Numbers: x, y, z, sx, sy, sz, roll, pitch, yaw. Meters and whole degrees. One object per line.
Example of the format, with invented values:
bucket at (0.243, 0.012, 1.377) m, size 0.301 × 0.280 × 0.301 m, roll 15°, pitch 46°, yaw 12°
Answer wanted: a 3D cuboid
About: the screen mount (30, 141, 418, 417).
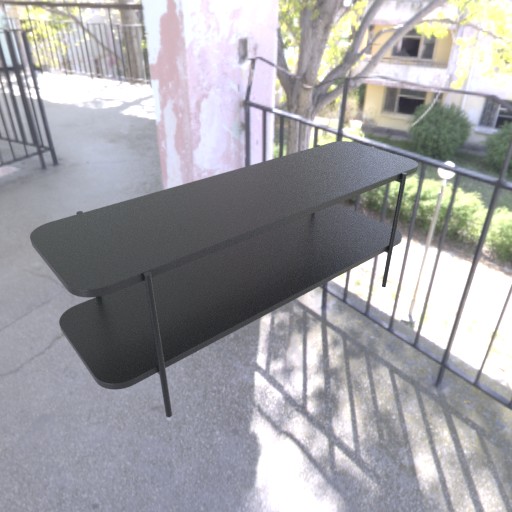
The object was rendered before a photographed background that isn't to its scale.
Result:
screen mount at (0.000, 0.000, 1.423) m, size 1.200 × 0.447 × 0.400 m, roll -23°, pitch 38°, yaw -33°
